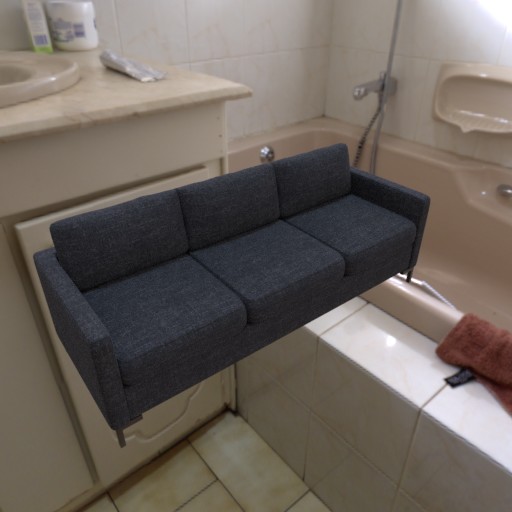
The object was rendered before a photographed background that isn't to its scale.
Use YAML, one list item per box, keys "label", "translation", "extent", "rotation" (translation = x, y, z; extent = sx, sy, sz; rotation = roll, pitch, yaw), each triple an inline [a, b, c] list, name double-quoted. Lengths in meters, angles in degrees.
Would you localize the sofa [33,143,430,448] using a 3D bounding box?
- label: "sofa"
  translation: [0.000, 0.000, 2.641]
  extent: [2.218, 0.874, 0.859]
  rotation: [-22, 38, -31]
